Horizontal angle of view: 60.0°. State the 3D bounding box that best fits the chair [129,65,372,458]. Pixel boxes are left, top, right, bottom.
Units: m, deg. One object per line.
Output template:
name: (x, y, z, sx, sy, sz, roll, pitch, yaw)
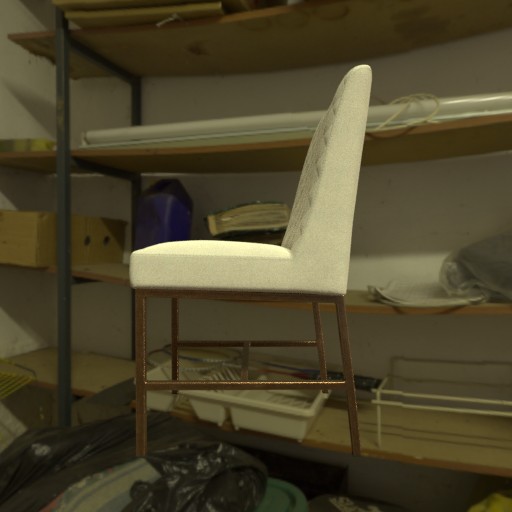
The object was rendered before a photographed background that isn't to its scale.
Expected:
chair: (0.000, 0.000, 1.265, 0.597, 0.933, 0.503, 0, 1, 0)
